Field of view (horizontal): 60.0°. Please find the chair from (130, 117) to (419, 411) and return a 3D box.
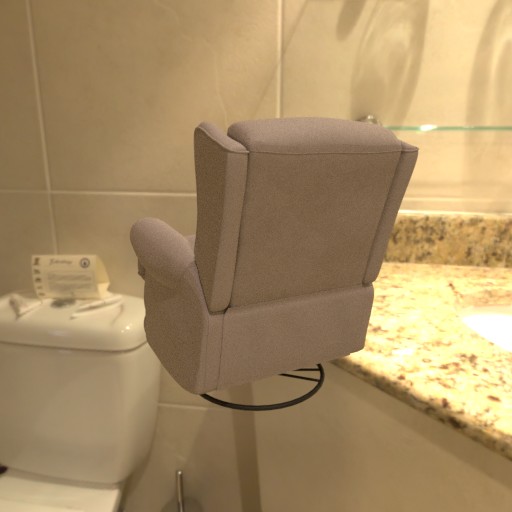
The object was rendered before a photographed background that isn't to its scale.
[{"bbox_3d":[0.000,0.000,1.755,0.847,1.011,0.969,-7,16,-27],"label":"chair"}]
